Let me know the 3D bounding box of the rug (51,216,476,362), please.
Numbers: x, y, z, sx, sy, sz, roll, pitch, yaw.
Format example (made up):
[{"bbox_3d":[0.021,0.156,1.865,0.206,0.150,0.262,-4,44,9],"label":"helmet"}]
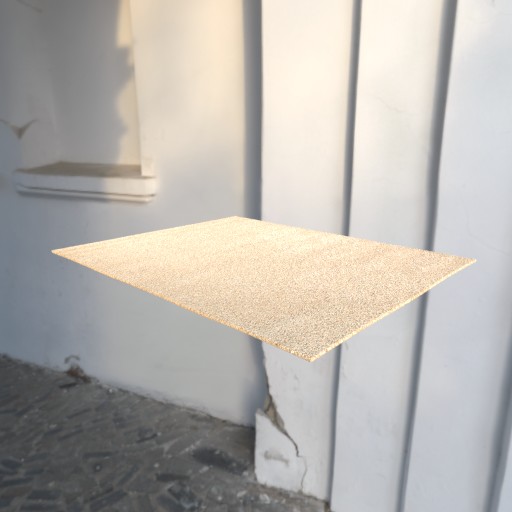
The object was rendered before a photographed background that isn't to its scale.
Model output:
[{"bbox_3d":[0.000,0.000,4.002,3.000,0.026,2.400,14,21,41],"label":"rug"}]
